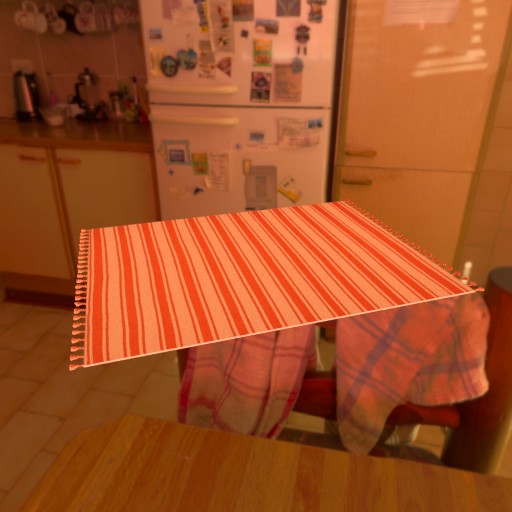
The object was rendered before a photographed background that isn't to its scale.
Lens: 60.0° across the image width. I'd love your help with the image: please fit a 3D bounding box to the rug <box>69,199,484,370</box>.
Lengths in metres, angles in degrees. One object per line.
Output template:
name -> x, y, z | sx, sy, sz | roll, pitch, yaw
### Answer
rug -> 0.000, 0.000, 4.410 | 3.369, 0.035, 2.451 | -8, 28, -16
